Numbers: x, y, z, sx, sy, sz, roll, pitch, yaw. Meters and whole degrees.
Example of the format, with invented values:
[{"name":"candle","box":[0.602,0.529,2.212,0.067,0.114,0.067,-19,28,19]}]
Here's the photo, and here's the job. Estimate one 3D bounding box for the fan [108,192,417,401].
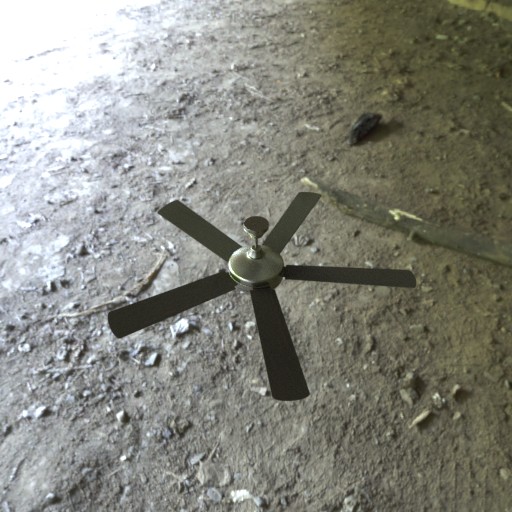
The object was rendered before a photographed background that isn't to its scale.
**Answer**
[{"name":"fan","box":[0.000,0.000,1.950,1.321,0.356,1.321,-13,43,-15]}]
